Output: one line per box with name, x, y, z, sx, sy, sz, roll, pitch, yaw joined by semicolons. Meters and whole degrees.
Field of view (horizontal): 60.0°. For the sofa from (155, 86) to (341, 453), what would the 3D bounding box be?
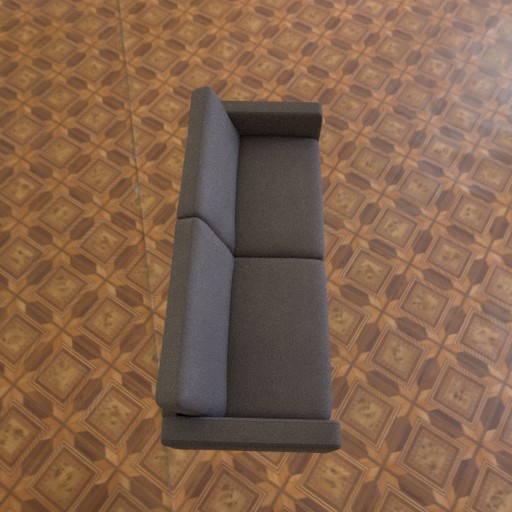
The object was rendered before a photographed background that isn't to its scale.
sofa;0.000;0.000;2.399;0.774;0.828;1.925;1;64;1
